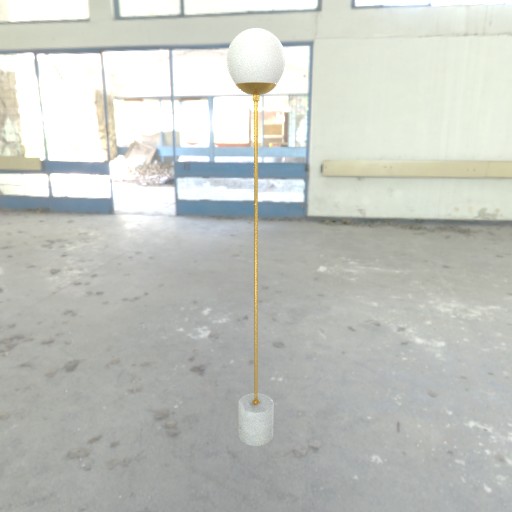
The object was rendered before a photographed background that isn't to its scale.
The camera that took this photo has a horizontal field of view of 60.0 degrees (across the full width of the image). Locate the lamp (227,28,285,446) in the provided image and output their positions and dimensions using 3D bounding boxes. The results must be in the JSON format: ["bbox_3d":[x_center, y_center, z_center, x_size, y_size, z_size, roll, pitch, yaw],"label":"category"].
[{"bbox_3d":[0.000,0.000,1.877,0.224,1.753,0.224,3,15,10],"label":"lamp"}]
